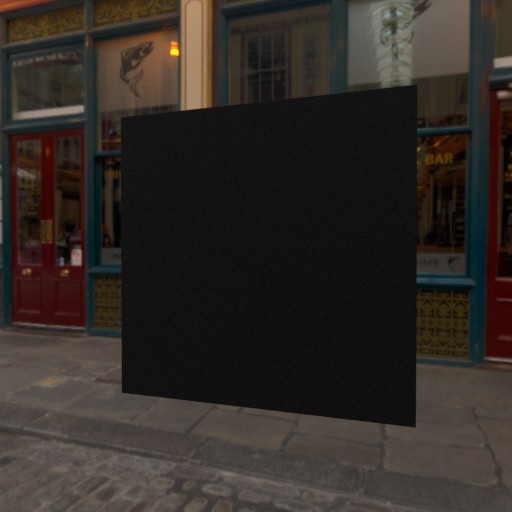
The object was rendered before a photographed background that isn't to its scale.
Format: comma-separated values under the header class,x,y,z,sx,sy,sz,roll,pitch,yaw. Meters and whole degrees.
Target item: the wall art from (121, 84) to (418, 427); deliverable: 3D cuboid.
class,x,y,z,sx,sy,sz,roll,pitch,yaw
wall art,0.000,0.000,0.678,0.462,0.458,0.030,0,1,18
